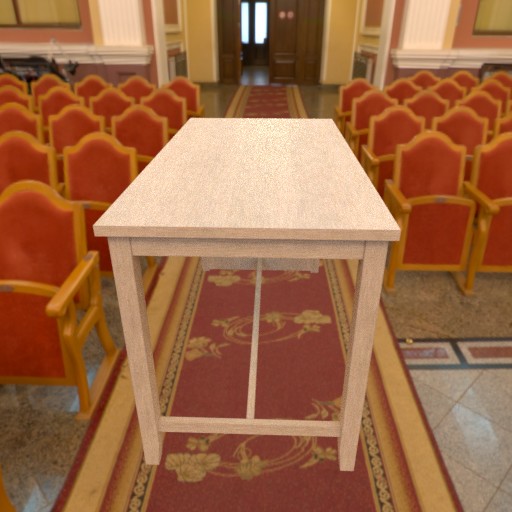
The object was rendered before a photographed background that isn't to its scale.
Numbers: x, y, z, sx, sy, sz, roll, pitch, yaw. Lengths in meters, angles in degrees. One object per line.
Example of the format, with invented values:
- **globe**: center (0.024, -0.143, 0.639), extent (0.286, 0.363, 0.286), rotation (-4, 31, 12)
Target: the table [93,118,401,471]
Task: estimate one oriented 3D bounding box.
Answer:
- **table**: center (0.000, 0.000, 1.867), extent (0.729, 0.874, 1.397), rotation (1, 27, 2)
